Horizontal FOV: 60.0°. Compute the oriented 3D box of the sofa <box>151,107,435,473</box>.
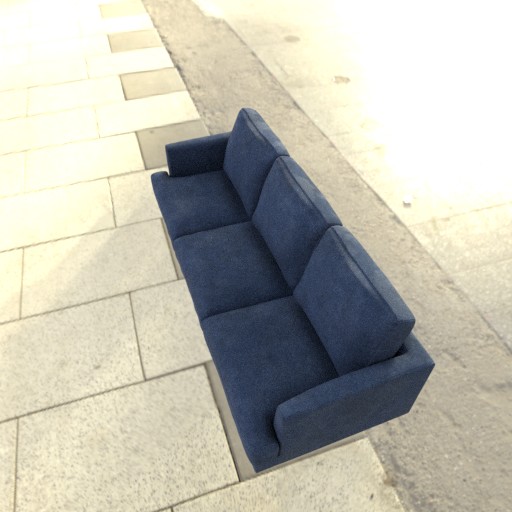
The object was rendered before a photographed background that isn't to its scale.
[{"bbox_3d":[0.000,0.000,2.738,0.903,0.930,2.246,-15,48,-14],"label":"sofa"}]
